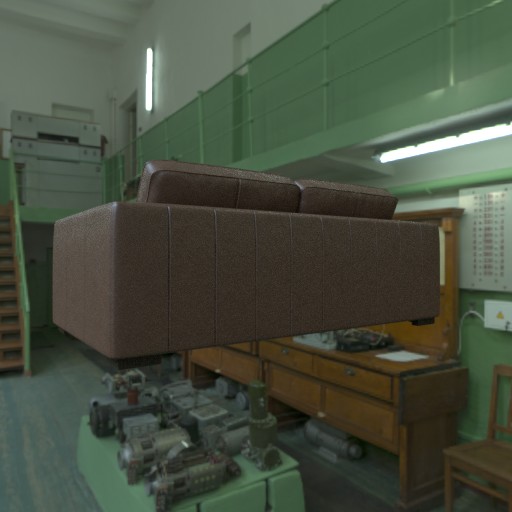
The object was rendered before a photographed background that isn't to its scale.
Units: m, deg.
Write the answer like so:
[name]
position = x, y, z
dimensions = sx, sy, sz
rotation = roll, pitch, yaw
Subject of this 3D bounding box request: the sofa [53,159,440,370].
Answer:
[sofa]
position = 0.000, 0.000, 2.465
dimensions = 1.920, 0.800, 1.070
rotation = 0, 0, -35
